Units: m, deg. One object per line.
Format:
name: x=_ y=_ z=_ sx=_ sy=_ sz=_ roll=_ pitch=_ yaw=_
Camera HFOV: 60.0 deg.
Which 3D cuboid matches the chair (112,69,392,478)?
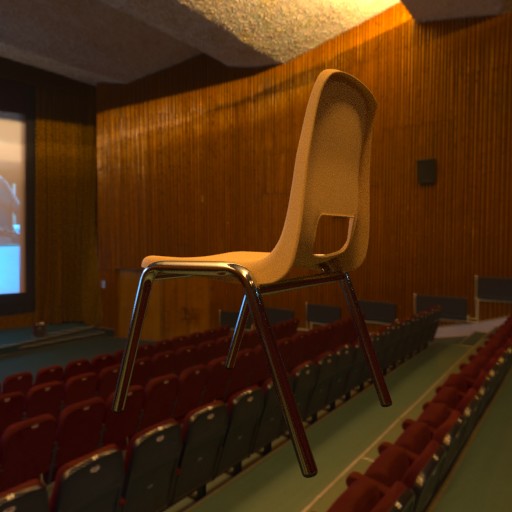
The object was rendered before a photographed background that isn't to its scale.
chair: x=0.000 y=0.000 z=0.837 sx=0.423 sy=0.586 sz=0.354 roll=2 pitch=3 yaw=36
